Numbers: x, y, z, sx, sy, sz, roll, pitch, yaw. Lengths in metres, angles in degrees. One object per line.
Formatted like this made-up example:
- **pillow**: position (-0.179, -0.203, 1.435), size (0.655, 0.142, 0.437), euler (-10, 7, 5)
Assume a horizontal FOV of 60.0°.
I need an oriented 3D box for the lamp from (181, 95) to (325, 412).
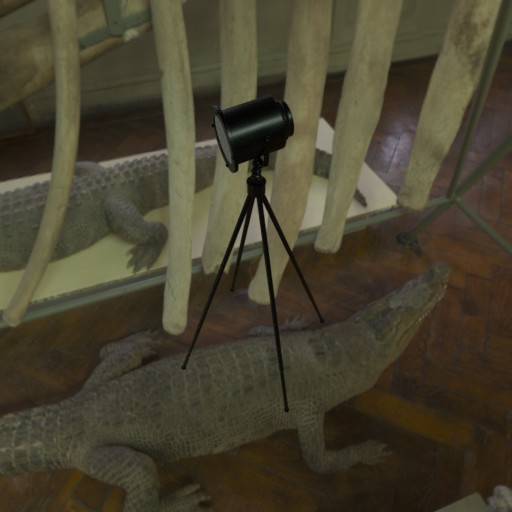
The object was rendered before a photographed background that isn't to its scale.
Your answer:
- **lamp**: position (0.000, 0.000, 2.027), size (0.884, 1.504, 0.879), euler (-16, 49, -14)
